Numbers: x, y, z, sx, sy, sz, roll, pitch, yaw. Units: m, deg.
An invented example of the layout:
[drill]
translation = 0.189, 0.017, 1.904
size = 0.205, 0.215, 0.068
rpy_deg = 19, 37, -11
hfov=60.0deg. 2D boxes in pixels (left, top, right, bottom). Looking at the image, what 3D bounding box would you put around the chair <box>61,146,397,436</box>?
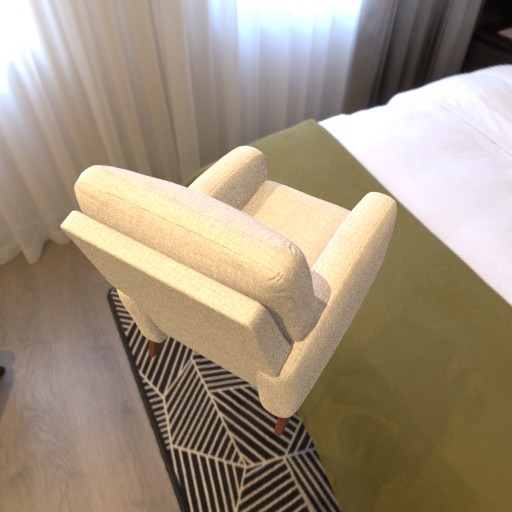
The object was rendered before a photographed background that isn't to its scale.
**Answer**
[chair]
translation = 0.000, 0.000, 1.622
size = 0.762, 0.990, 0.990
rpy_deg = 25, 52, 21
